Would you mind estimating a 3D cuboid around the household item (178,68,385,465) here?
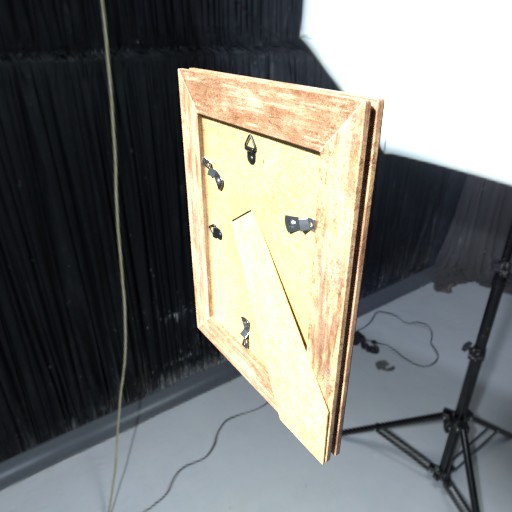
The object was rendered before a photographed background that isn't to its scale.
[{"bbox_3d":[0.000,0.000,0.319,0.018,0.237,0.186,-18,33,-30],"label":"household item"}]
